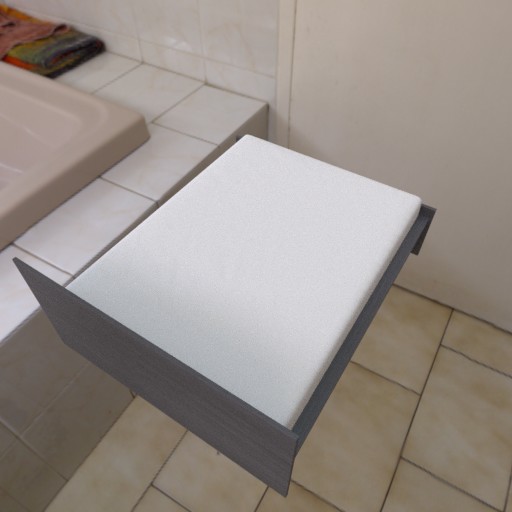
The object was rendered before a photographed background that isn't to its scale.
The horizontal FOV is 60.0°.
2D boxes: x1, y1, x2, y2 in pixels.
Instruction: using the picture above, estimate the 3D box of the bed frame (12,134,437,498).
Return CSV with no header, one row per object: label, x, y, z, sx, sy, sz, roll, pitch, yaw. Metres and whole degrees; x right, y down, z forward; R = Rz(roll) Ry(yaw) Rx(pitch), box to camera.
bed frame,0.000,0.000,2.755,1.622,0.800,1.960,26,53,21
